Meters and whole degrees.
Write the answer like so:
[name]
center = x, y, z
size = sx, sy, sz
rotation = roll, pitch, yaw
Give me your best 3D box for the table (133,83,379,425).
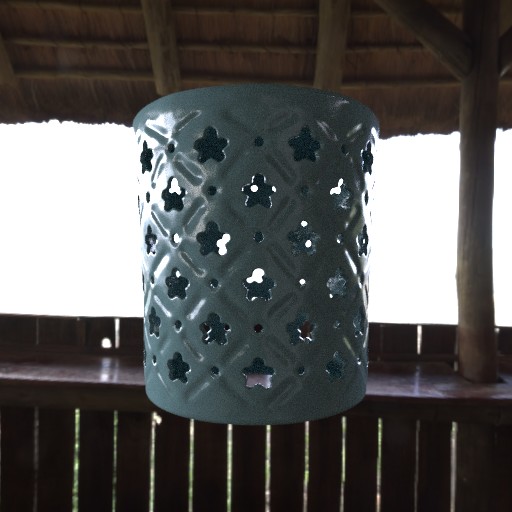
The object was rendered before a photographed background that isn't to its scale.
[table]
center = 0.000, 0.000, 0.656
size = 0.352, 0.387, 0.352
rotation = 0, 0, 0
